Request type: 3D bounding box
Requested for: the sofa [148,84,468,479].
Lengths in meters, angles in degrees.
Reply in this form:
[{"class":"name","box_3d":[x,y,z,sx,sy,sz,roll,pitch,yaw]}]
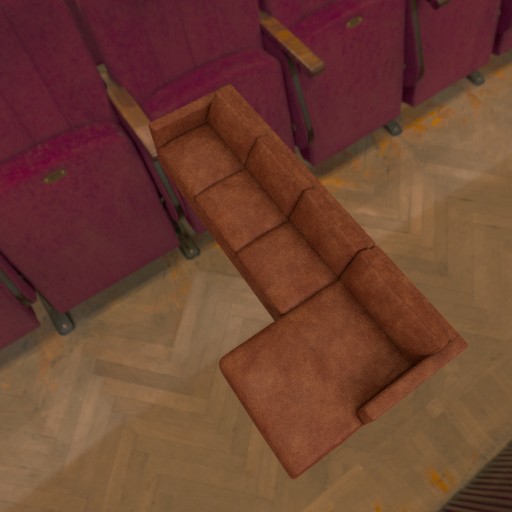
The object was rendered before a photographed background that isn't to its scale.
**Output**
[{"class":"sofa","box_3d":[0.000,0.000,3.875,1.581,0.883,3.203,-32,68,-15]}]
